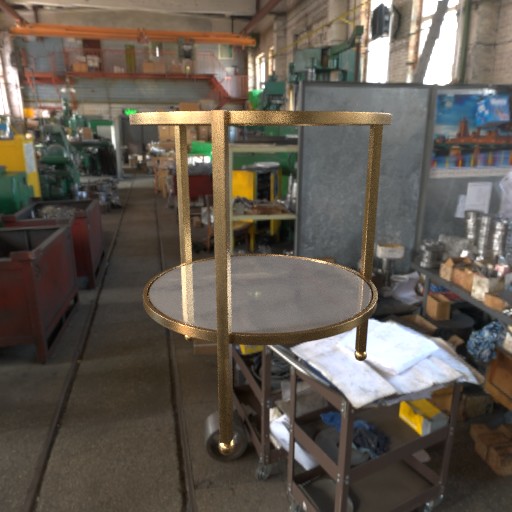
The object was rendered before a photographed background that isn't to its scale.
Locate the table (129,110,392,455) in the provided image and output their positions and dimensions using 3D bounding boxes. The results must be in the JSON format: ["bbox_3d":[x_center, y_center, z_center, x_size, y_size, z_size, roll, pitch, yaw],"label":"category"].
[{"bbox_3d":[0.000,0.000,0.446,0.243,0.269,0.231,15,22,41],"label":"table"}]
